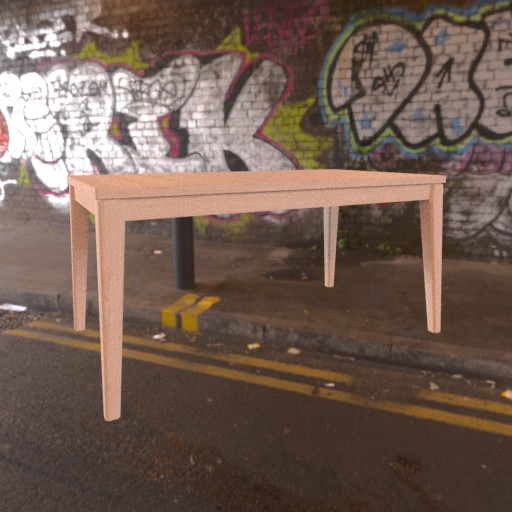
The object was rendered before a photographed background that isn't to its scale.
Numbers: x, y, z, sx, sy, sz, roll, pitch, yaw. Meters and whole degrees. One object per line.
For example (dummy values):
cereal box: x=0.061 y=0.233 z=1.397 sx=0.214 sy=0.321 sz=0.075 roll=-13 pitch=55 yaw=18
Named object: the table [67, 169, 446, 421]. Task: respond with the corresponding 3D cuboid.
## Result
table: x=0.000 y=0.000 z=2.126 sx=1.600 sy=0.760 sz=0.900 roll=-7 pitch=15 yaw=-27
